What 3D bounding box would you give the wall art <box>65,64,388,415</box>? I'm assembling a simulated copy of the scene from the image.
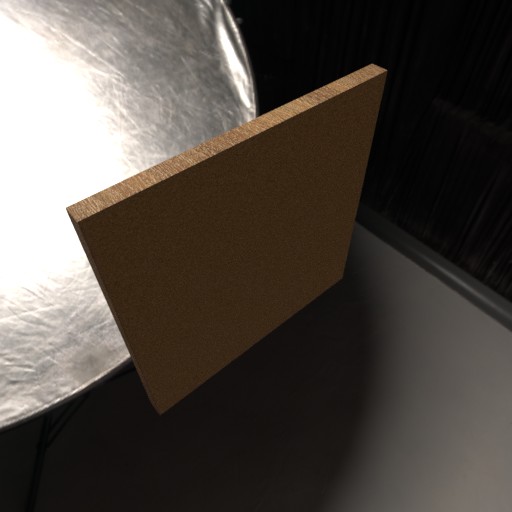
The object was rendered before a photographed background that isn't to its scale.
[{"bbox_3d":[0.000,0.000,0.913,0.611,0.608,0.042,-33,56,-26],"label":"wall art"}]
